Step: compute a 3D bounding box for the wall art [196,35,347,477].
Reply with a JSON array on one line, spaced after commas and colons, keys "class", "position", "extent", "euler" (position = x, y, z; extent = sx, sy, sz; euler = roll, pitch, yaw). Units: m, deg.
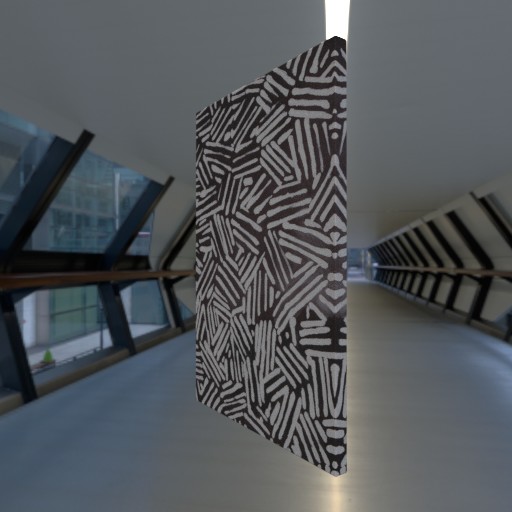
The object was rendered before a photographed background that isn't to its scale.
[{"class": "wall art", "position": [0.000, 0.000, 1.177], "extent": [0.035, 0.918, 0.615], "euler": [0, 0, -36]}]
